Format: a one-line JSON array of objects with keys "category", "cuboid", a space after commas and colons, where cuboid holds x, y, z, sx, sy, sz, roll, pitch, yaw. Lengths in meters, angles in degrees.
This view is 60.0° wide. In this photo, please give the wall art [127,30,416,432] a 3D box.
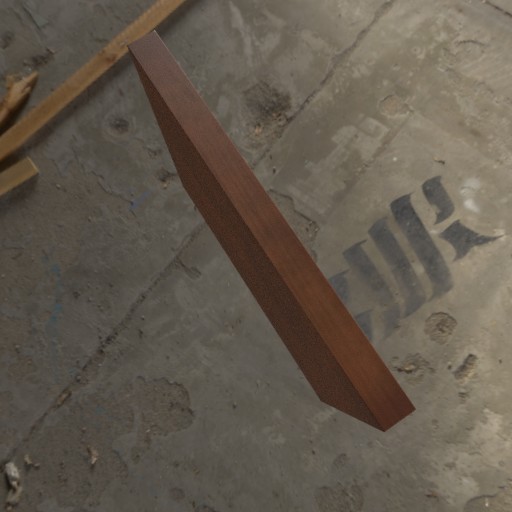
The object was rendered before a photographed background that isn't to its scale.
[{"category": "wall art", "cuboid": [0.000, 0.000, 0.532, 0.030, 0.328, 0.401, -32, 78, -8]}]
